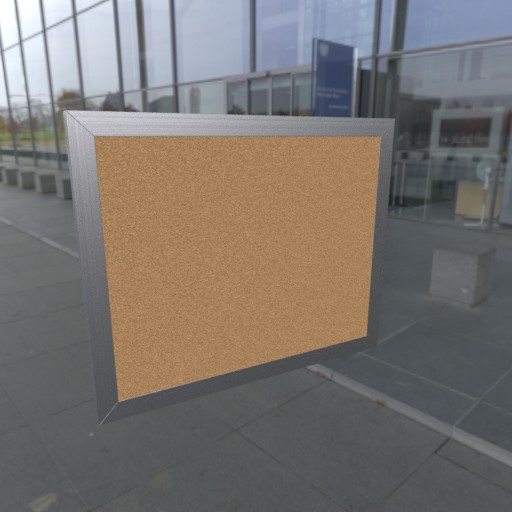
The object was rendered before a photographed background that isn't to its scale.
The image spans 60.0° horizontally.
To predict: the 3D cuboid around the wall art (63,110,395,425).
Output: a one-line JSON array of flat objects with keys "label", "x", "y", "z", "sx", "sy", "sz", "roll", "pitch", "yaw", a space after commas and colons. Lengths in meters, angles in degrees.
[{"label": "wall art", "x": 0.000, "y": 0.000, "z": 0.755, "sx": 0.557, "sy": 0.456, "sz": 0.032, "roll": -8, "pitch": 17, "yaw": -27}]
